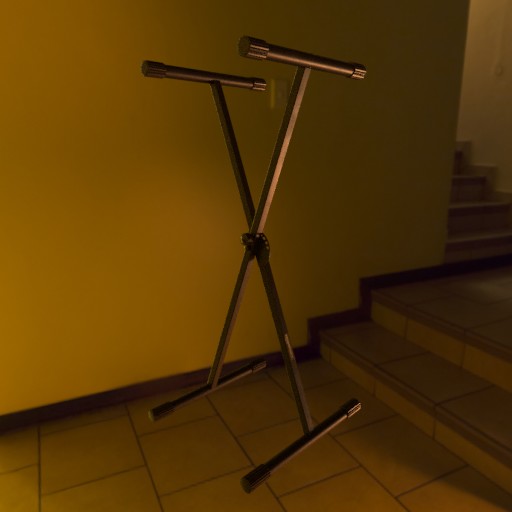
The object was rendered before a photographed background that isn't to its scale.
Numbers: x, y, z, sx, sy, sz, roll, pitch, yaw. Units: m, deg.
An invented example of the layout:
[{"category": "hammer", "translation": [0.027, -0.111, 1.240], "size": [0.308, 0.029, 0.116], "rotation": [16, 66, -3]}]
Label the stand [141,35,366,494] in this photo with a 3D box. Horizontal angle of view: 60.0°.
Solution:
[{"category": "stand", "translation": [0.000, 0.000, 1.154], "size": [0.409, 0.940, 0.449], "rotation": [13, 19, 43]}]
